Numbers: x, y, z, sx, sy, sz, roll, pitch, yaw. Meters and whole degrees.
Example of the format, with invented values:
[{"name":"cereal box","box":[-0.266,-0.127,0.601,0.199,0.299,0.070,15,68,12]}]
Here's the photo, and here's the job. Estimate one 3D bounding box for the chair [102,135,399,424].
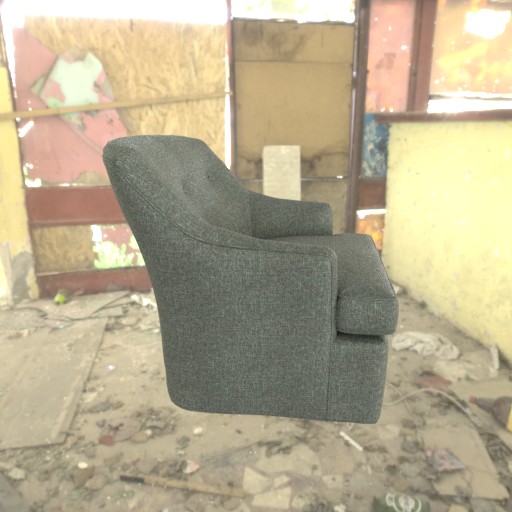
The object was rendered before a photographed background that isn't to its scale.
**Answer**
[{"name":"chair","box":[0.000,0.000,1.630,0.923,0.856,0.864,2,16,8]}]
